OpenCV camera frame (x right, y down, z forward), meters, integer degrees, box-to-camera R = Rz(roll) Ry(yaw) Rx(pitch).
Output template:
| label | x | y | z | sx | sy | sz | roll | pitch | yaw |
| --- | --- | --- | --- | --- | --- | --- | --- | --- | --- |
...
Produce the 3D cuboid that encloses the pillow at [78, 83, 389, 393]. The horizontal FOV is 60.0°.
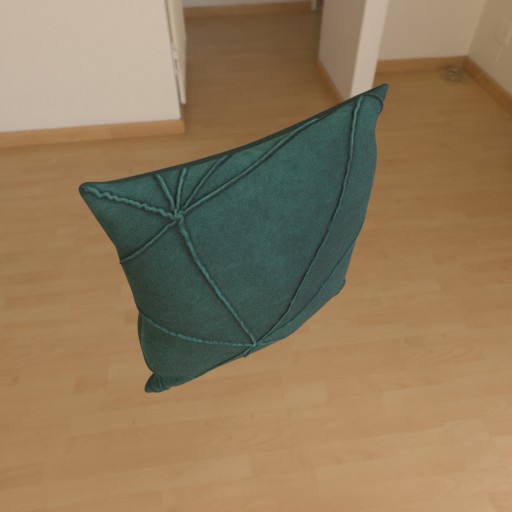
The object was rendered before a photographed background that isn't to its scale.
| label | x | y | z | sx | sy | sz | roll | pitch | yaw |
| --- | --- | --- | --- | --- | --- | --- | --- | --- | --- |
| pillow | 0.000 | 0.000 | 0.674 | 0.439 | 0.440 | 0.184 | -26 | 52 | -22 |
